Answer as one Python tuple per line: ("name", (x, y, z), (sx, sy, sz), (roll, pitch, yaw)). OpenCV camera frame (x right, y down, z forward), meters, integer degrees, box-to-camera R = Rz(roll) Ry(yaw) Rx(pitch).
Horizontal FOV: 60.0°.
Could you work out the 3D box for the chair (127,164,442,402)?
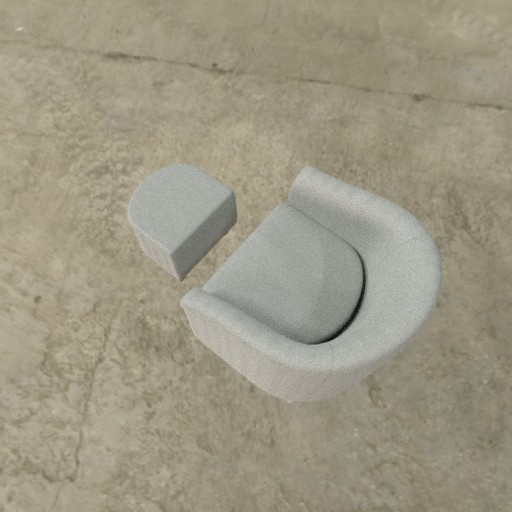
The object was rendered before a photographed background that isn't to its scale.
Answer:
("chair", (0.000, 0.000, 1.796), (1.288, 0.757, 0.756), (35, 68, 17))
